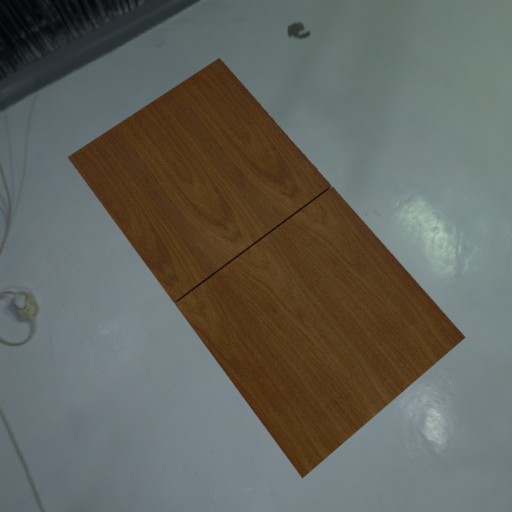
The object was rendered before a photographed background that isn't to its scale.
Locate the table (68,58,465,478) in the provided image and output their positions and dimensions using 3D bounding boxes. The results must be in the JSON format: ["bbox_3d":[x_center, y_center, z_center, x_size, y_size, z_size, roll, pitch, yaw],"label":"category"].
[{"bbox_3d":[0.000,0.000,1.512,0.610,0.330,1.194,-37,78,-9],"label":"table"}]
